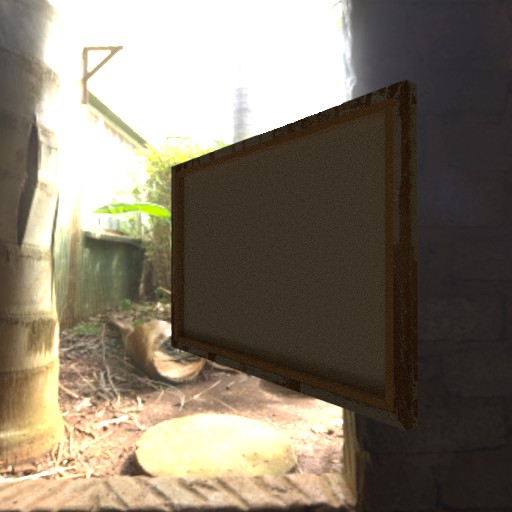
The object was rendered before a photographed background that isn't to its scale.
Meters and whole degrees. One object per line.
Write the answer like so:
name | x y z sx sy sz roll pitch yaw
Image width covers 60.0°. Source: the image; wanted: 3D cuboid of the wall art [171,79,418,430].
wall art | 0.000 0.000 1.144 0.035 0.609 0.914 0 0 -37
